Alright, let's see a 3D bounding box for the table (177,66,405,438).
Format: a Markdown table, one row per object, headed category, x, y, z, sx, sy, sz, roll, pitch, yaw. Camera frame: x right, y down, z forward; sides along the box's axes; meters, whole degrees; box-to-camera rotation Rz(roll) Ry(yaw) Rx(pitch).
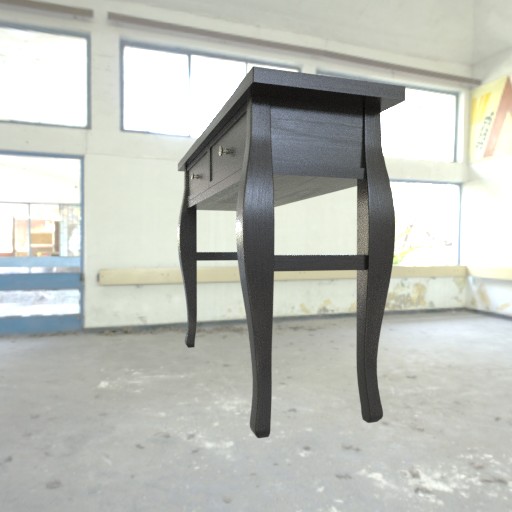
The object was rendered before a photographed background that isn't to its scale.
| category | x | y | z | sx | sy | sz | roll | pitch | yaw |
| --- | --- | --- | --- | --- | --- | --- | --- | --- | --- |
| table | 0.000 | 0.000 | 1.441 | 0.373 | 0.768 | 1.062 | 0 | 1 | -18 |
